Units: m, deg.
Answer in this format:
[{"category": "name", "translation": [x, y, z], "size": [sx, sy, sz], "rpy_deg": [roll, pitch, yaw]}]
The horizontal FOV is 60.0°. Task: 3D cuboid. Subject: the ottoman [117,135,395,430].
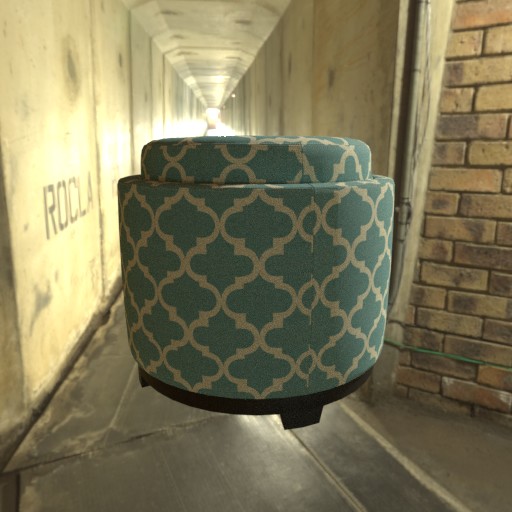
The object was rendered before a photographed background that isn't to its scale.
[{"category": "ottoman", "translation": [0.000, 0.000, 0.823], "size": [0.480, 0.429, 0.480], "rpy_deg": [0, 13, 0]}]
